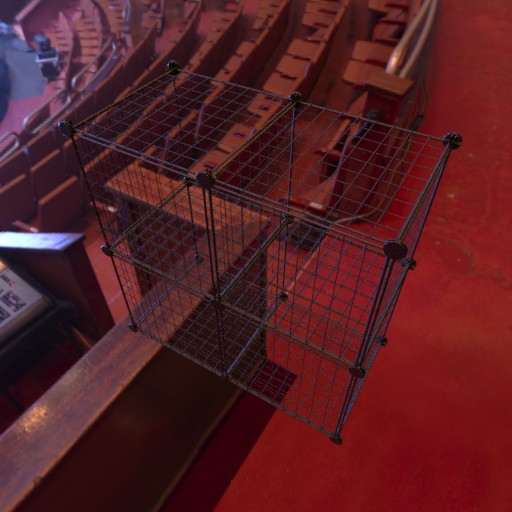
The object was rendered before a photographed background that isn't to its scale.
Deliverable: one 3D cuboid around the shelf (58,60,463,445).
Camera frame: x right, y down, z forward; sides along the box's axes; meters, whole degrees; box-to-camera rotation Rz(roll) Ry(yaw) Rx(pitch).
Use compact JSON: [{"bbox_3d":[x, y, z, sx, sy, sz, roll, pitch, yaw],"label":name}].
[{"bbox_3d":[0.000,0.000,1.114,0.711,0.711,0.356,23,50,21],"label":"shelf"}]
